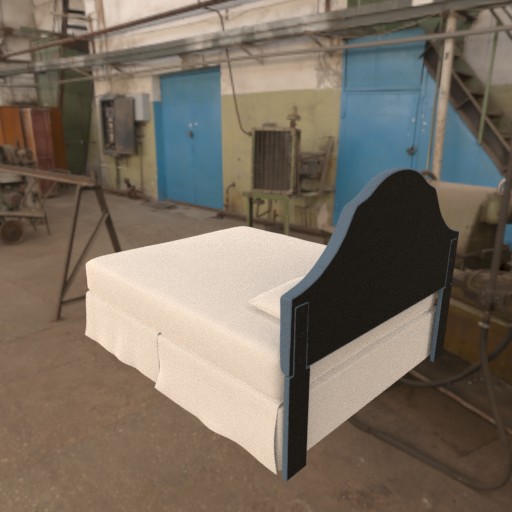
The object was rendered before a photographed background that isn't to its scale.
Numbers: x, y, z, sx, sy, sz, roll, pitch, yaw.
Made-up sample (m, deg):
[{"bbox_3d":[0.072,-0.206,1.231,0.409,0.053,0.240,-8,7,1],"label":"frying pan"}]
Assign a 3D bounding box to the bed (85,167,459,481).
[{"bbox_3d":[0.000,0.000,3.673,2.039,1.617,2.477,-16,23,-42],"label":"bed"}]
